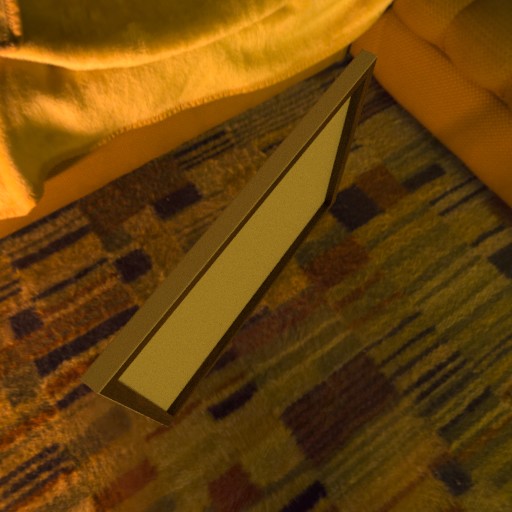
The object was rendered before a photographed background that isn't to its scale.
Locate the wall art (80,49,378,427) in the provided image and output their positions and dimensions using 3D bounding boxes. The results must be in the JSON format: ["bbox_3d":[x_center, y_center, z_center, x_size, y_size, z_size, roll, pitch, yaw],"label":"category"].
[{"bbox_3d":[0.000,0.000,1.411,0.051,0.761,1.138,32,68,14],"label":"wall art"}]
